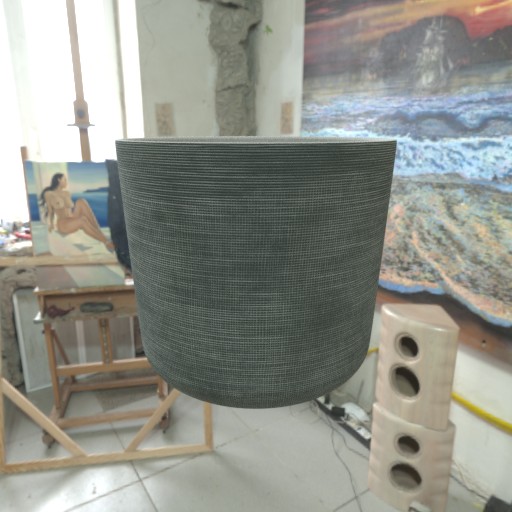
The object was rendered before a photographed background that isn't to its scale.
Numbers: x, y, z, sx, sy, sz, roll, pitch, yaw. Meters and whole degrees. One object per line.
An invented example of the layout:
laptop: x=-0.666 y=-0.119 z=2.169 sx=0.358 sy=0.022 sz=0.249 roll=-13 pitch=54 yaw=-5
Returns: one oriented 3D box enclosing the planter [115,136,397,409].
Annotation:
planter: x=0.000 y=0.000 z=0.777 sx=0.440 sy=0.398 sz=0.440 roll=0 pitch=16 yaw=0
